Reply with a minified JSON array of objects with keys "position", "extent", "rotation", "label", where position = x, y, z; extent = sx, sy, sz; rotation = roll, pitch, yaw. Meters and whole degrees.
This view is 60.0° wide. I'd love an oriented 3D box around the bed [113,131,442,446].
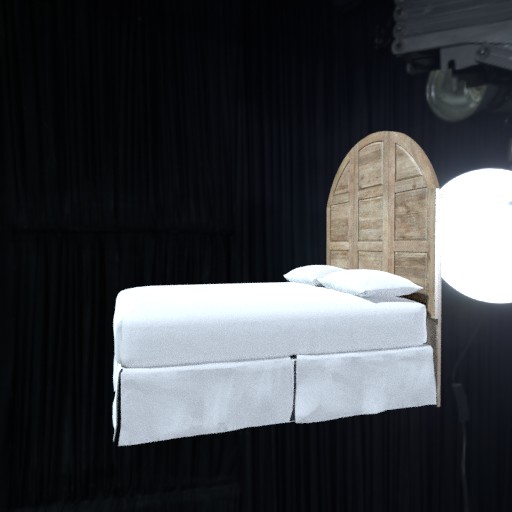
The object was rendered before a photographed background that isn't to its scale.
[{"position":[0.000,0.000,3.408],"extent":[2.112,2.002,1.713],"rotation":[0,1,-17],"label":"bed"}]
